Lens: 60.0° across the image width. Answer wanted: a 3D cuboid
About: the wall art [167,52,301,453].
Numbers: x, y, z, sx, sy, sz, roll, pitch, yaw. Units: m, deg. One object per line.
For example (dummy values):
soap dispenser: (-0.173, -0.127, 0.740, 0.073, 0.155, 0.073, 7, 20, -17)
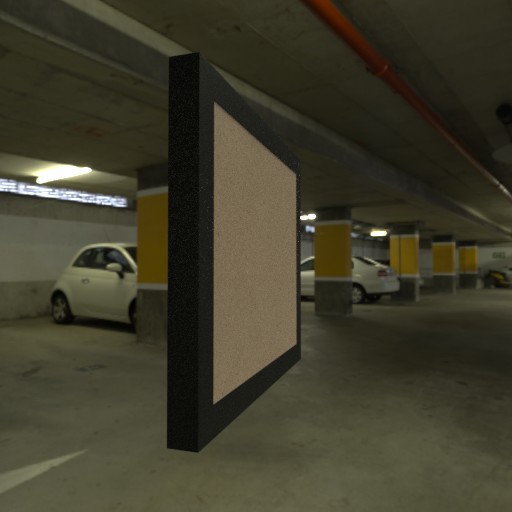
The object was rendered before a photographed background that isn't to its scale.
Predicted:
wall art: (0.000, 0.000, 0.540, 0.028, 0.321, 0.381, 0, -2, 18)
